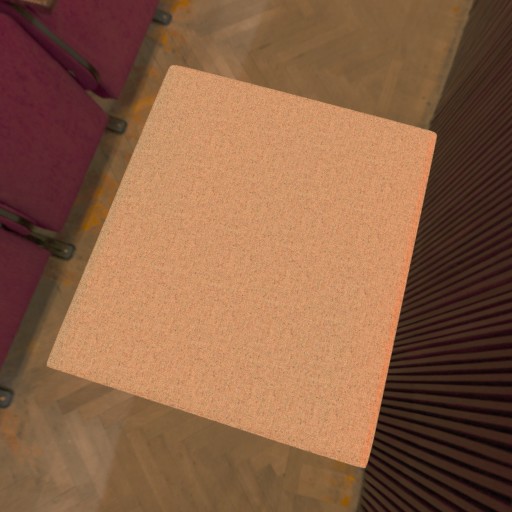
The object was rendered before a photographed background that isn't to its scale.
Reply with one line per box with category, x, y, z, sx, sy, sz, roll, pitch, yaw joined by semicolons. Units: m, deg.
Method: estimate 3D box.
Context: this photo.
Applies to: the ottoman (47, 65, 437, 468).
ottoman;0.000;0.000;1.198;0.736;0.303;0.835;16;75;4
